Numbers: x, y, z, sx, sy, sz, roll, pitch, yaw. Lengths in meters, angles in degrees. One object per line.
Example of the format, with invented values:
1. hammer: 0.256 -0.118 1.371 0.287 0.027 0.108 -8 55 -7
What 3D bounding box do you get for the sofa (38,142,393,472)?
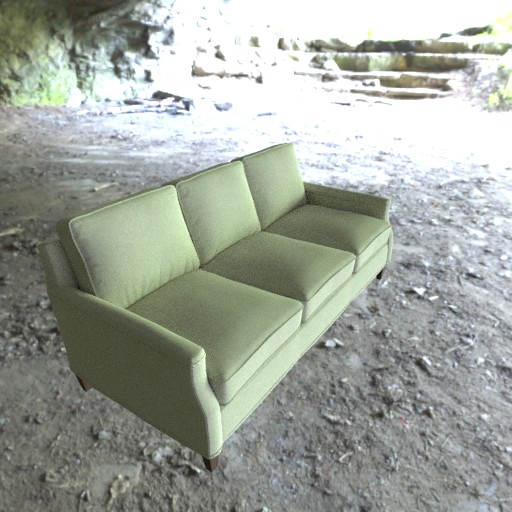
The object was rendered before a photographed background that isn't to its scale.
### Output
1. sofa: 0.000 0.000 2.789 1.084 1.003 2.246 17 31 30
